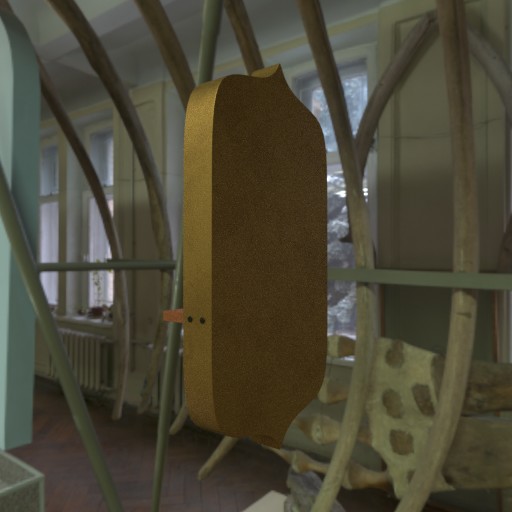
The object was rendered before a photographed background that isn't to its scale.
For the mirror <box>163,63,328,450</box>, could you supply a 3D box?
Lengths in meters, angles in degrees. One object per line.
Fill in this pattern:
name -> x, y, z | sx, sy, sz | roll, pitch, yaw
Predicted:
mirror -> 0.000, 0.000, 0.731 | 0.096, 0.613, 0.323 | 0, -1, 37
